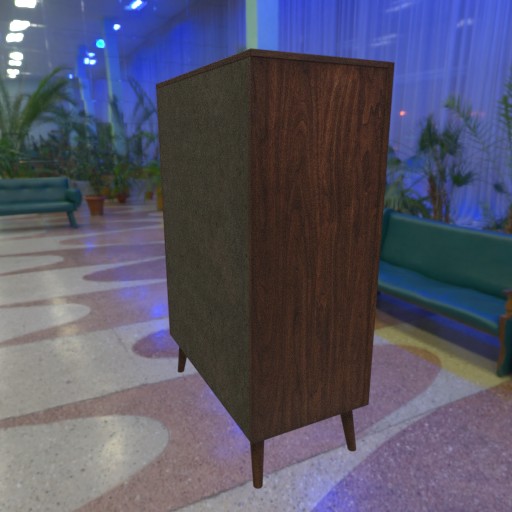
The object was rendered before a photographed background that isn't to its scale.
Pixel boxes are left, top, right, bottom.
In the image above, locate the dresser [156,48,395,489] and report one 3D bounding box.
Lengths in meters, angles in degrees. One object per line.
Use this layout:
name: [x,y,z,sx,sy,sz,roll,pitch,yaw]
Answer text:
dresser: [0.000,0.000,1.795,0.498,1.365,0.919,-8,17,-26]
